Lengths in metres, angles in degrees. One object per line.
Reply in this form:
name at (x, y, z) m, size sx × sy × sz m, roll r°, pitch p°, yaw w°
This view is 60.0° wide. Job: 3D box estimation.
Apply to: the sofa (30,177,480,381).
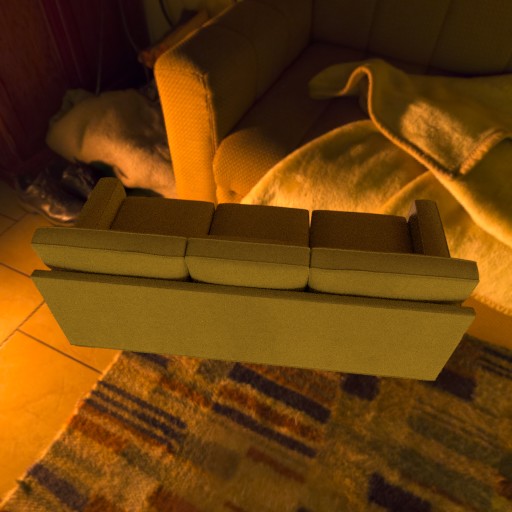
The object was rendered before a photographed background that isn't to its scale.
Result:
sofa at (0.000, 0.000, 2.526) m, size 2.093 × 0.862 × 0.936 m, roll 5°, pitch 48°, yaw 4°
